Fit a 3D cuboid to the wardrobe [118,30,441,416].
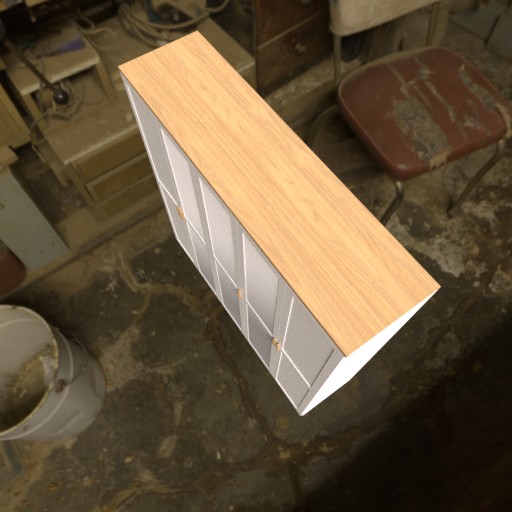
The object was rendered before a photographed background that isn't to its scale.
[{"bbox_3d":[0.000,0.000,3.390,0.590,2.260,2.160,-32,68,-15],"label":"wardrobe"}]
